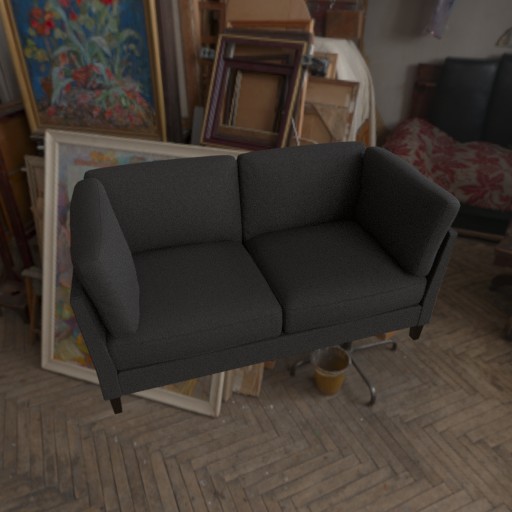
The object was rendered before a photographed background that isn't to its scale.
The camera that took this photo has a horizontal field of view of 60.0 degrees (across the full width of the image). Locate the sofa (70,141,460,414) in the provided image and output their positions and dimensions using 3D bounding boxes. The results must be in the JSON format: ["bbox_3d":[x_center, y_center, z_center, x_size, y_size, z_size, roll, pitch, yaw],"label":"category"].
[{"bbox_3d":[0.000,0.000,2.359,1.751,0.920,0.969,-10,33,-15],"label":"sofa"}]
